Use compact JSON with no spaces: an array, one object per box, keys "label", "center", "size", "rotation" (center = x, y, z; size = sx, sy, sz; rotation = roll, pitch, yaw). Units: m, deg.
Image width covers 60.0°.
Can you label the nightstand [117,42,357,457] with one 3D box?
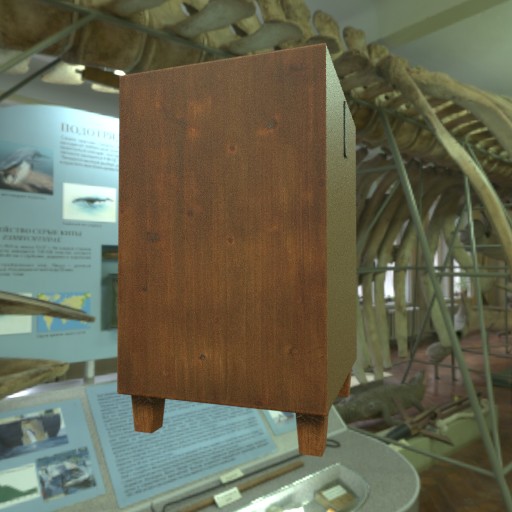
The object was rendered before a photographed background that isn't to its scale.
[{"label":"nightstand","center":[0.000,0.000,1.009],"size":[0.410,0.695,0.465],"rotation":[0,-1,19]}]
